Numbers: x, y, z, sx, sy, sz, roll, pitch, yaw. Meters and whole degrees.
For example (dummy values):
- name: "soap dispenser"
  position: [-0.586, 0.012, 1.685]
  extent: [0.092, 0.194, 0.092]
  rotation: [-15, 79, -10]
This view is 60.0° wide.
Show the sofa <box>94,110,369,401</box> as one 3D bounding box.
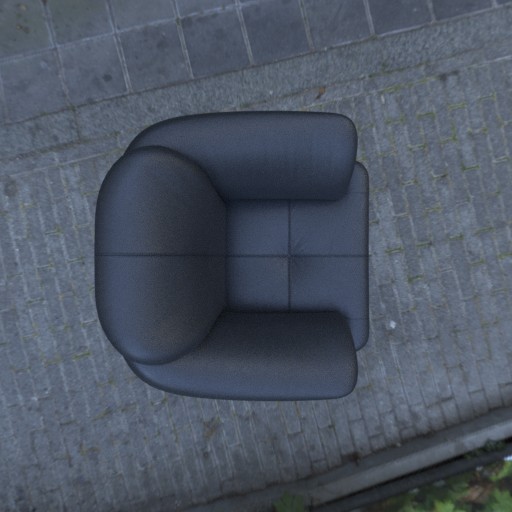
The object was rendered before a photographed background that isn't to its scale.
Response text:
- name: "sofa"
  position: [0.000, 0.000, 1.476]
  extent: [0.794, 0.811, 0.870]
  rotation: [0, 90, 0]
